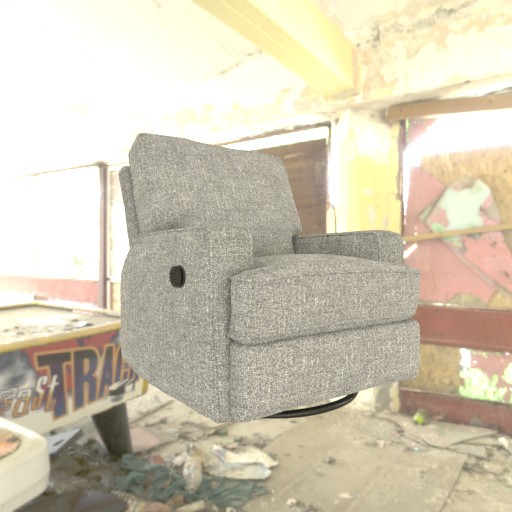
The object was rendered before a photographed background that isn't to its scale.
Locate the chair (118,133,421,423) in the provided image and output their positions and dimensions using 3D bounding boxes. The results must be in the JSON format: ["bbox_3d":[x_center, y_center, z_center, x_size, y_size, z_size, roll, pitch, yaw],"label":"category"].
[{"bbox_3d":[0.000,0.000,1.695,0.861,0.962,0.964,-1,1,-36],"label":"chair"}]
